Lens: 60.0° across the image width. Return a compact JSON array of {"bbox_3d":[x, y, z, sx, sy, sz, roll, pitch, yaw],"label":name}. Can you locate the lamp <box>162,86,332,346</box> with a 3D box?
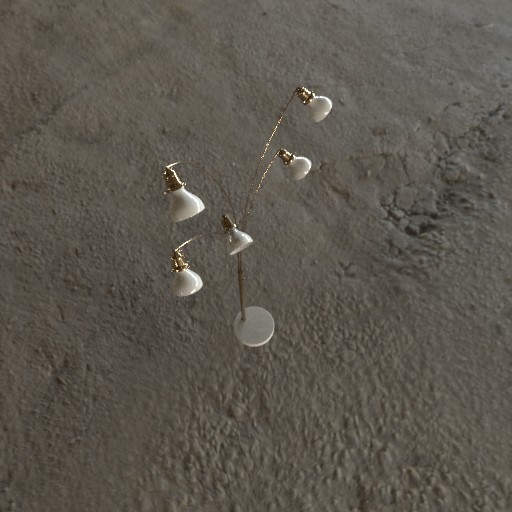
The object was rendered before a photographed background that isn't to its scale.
[{"bbox_3d":[0.000,0.000,2.988,0.361,2.423,1.405,32,64,18],"label":"lamp"}]
